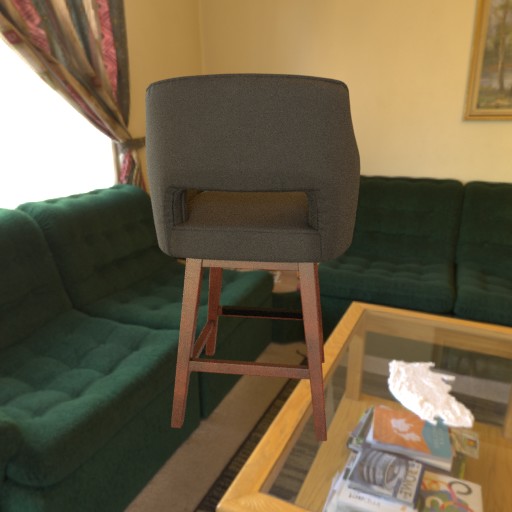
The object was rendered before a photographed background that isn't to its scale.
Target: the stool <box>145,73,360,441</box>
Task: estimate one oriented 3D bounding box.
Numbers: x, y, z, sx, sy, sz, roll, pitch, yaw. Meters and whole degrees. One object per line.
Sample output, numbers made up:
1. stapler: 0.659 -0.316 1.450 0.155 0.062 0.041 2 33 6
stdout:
1. stool: 0.000 0.000 1.259 0.548 0.912 0.558 2 17 7
